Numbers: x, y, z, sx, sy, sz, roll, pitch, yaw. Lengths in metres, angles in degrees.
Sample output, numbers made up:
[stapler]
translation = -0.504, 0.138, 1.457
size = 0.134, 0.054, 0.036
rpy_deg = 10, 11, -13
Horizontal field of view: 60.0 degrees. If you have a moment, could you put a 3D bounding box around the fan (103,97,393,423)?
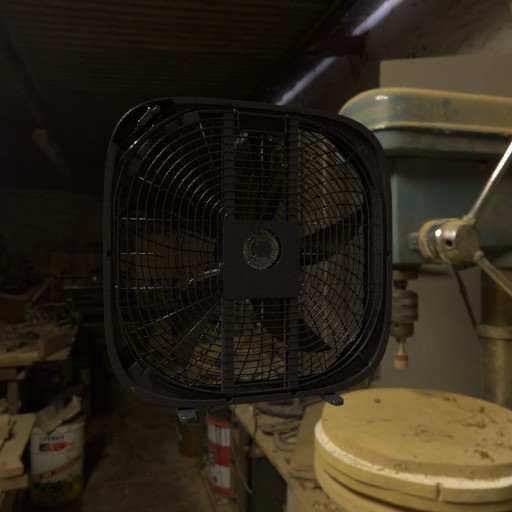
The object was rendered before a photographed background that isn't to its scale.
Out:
[fan]
translation = 0.000, 0.000, 0.811
size = 0.526, 0.533, 0.142
rpy_deg = 0, 0, -17
